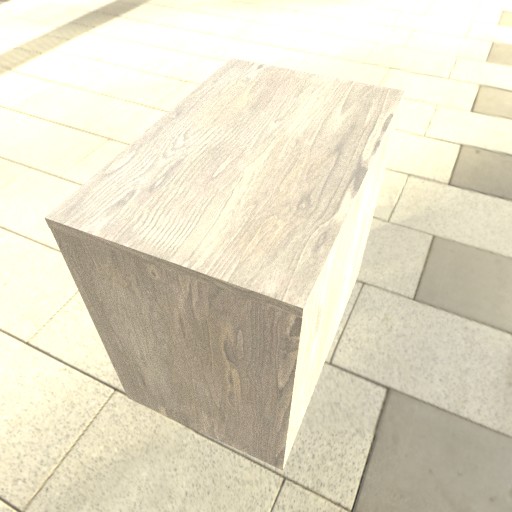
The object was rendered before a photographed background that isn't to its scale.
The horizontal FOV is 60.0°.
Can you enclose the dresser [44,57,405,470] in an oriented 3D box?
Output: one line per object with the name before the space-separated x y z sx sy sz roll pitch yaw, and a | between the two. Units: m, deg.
dresser | 0.000 0.000 1.308 0.529 0.762 0.809 18 49 16
